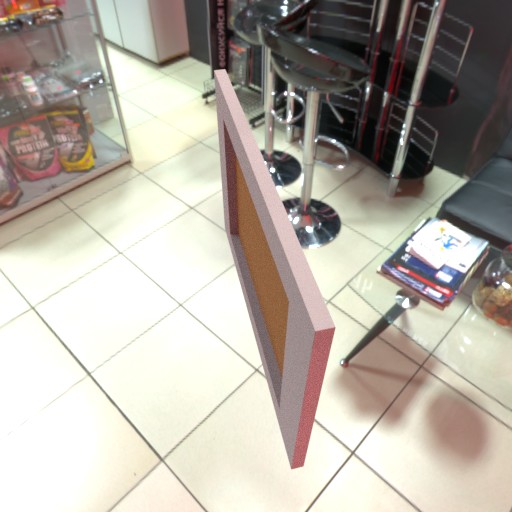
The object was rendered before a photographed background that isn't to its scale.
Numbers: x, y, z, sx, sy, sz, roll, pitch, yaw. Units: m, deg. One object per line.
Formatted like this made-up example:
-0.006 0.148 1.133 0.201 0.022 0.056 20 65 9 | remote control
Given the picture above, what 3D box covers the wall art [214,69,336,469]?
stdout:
0.000 0.000 1.190 0.033 0.617 0.906 -10 48 -9 | wall art
